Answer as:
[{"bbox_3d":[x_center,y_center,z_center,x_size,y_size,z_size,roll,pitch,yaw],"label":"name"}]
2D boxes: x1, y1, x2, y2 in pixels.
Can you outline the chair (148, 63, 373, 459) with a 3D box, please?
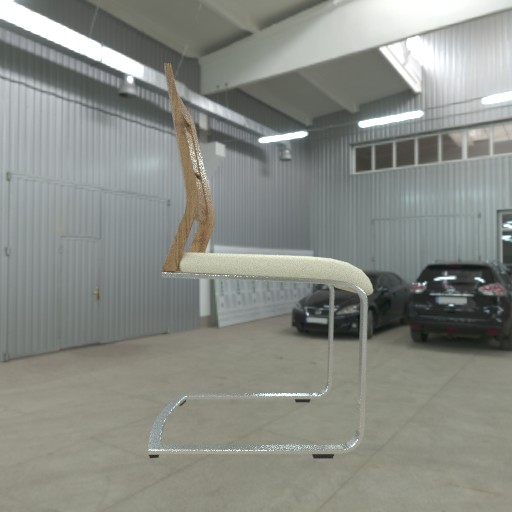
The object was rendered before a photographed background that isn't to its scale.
[{"bbox_3d":[0.000,0.000,1.265,0.561,0.955,0.457,0,-1,0],"label":"chair"}]
